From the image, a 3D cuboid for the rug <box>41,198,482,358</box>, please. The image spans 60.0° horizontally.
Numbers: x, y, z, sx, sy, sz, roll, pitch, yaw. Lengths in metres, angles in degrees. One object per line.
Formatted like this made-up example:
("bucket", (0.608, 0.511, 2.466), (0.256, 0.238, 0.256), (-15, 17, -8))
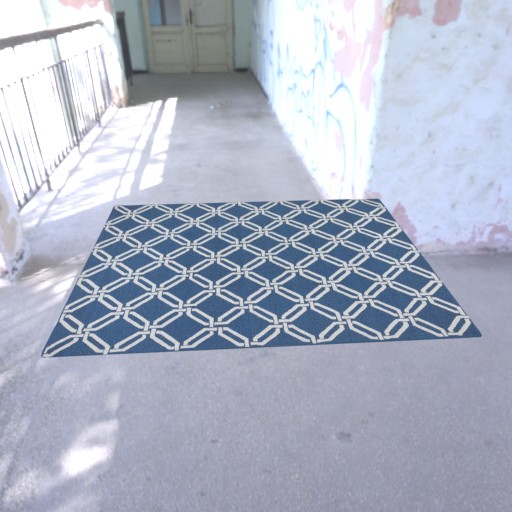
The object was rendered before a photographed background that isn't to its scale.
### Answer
("rug", (0.000, 0.000, 3.817), (2.867, 0.020, 2.277), (-2, 31, -3))
